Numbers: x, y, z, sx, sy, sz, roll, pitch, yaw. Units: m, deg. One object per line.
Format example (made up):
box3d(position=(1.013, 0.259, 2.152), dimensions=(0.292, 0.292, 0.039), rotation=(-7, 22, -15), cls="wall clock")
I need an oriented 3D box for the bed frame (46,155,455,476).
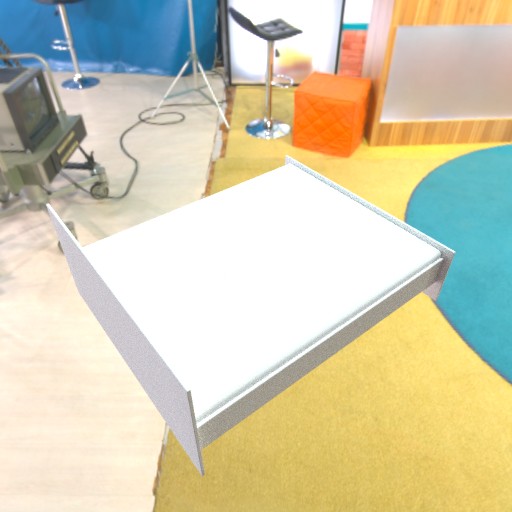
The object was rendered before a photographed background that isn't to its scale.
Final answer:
box3d(position=(0.000, 0.000, 3.057), dimensions=(2.060, 0.800, 1.720), rotation=(-27, 48, -28), cls="bed frame")
